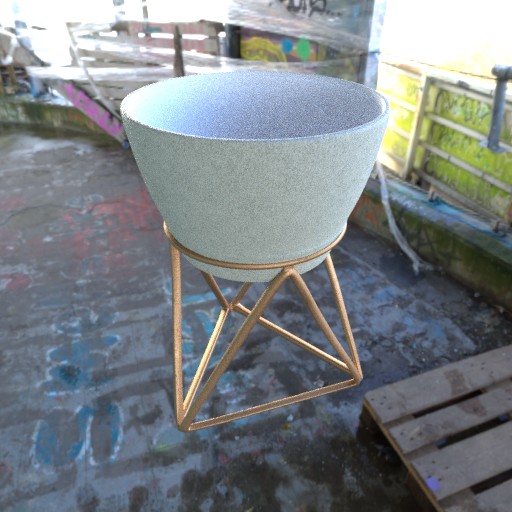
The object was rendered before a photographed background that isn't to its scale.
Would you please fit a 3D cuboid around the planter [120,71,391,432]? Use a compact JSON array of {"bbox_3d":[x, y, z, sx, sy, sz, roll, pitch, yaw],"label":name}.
[{"bbox_3d":[0.000,0.000,0.727,0.350,0.504,0.350,-11,35,-16],"label":"planter"}]
